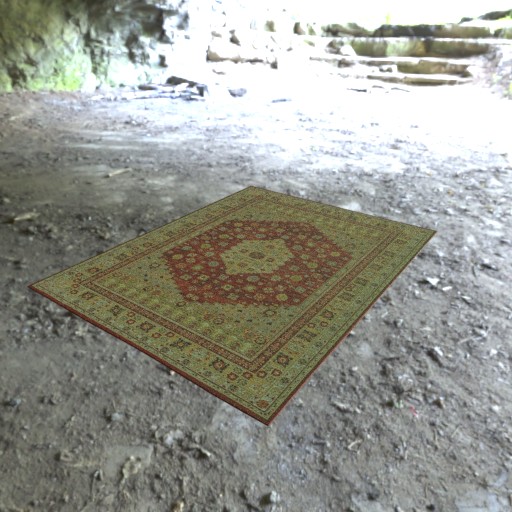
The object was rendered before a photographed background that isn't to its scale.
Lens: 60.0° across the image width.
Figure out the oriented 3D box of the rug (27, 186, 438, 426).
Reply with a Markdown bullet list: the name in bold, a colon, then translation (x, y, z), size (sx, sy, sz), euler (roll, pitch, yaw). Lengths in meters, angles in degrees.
- **rug**: translation (0.000, 0.000, 4.072), size (2.387, 0.013, 3.053), euler (19, 34, 31)
